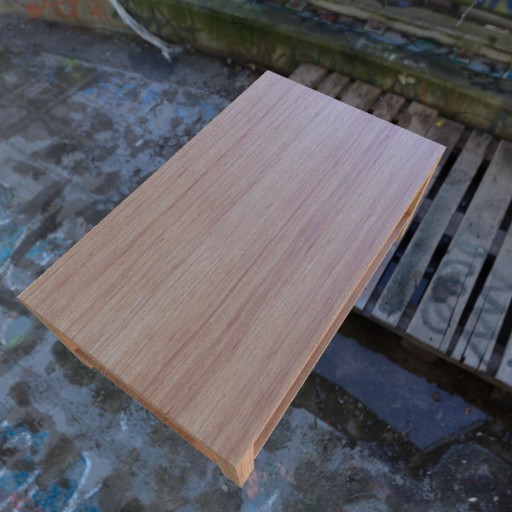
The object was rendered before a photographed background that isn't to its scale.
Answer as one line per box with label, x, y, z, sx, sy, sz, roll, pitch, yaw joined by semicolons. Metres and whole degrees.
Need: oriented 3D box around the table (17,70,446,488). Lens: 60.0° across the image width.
table;0.000;0.000;1.474;0.695;0.457;1.146;31;63;18
